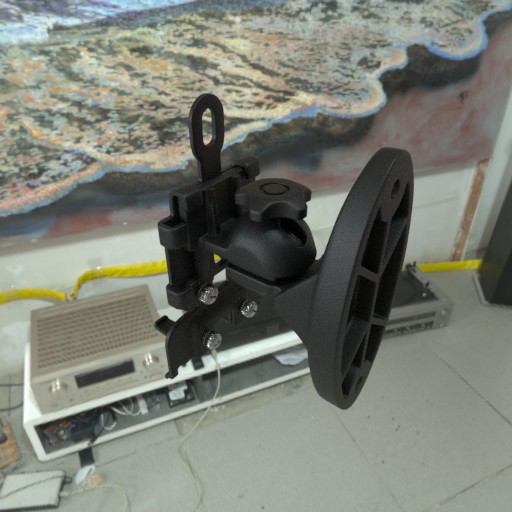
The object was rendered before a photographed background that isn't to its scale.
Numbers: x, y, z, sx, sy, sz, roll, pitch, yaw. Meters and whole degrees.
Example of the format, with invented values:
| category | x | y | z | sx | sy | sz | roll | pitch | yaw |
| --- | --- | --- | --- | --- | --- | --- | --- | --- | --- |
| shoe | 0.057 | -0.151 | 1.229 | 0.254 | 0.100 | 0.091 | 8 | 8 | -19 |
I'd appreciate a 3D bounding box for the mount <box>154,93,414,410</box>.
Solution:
| category | x | y | z | sx | sy | sz | roll | pitch | yaw |
| --- | --- | --- | --- | --- | --- | --- | --- | --- | --- |
| mount | 0.000 | 0.000 | 0.176 | 0.100 | 0.118 | 0.066 | 22 | 40 | 30 |
